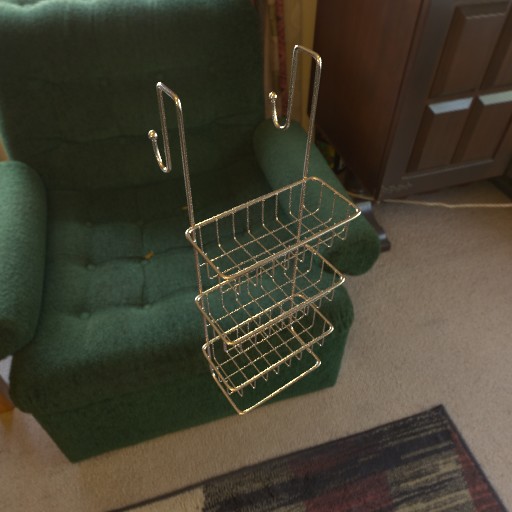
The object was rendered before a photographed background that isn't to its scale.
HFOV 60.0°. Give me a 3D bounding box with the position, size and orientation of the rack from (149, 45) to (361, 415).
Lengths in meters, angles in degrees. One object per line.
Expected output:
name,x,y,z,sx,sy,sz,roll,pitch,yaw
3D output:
rack,0.000,0.000,0.699,0.228,0.574,0.202,-26,51,-24
